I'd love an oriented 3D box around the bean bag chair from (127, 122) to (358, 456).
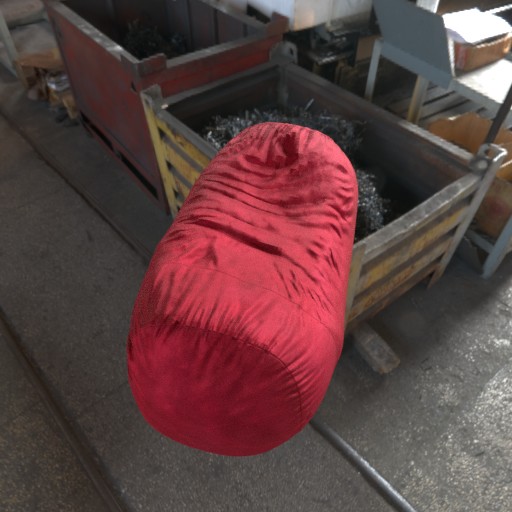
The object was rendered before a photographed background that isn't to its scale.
[{"bbox_3d":[0.000,0.000,2.760,1.216,0.867,2.293,11,48,10],"label":"bean bag chair"}]
